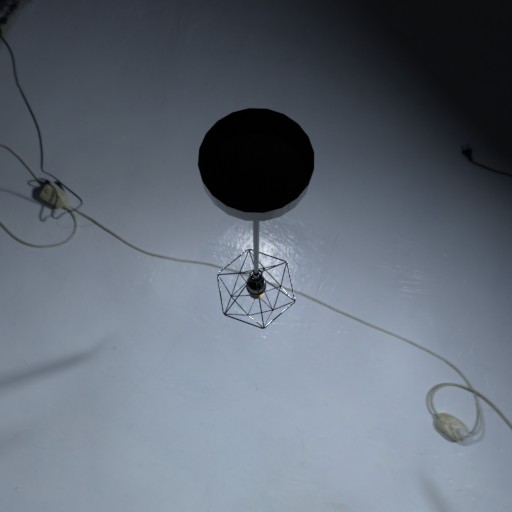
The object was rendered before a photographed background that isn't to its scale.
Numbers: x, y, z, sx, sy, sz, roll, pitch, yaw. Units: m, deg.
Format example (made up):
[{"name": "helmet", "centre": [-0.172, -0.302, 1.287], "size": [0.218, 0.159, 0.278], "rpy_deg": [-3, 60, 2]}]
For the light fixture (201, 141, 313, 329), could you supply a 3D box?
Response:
[{"name": "light fixture", "centre": [0.000, 0.000, 1.961], "size": [0.487, 1.764, 0.431], "rpy_deg": [19, 75, 5]}]
